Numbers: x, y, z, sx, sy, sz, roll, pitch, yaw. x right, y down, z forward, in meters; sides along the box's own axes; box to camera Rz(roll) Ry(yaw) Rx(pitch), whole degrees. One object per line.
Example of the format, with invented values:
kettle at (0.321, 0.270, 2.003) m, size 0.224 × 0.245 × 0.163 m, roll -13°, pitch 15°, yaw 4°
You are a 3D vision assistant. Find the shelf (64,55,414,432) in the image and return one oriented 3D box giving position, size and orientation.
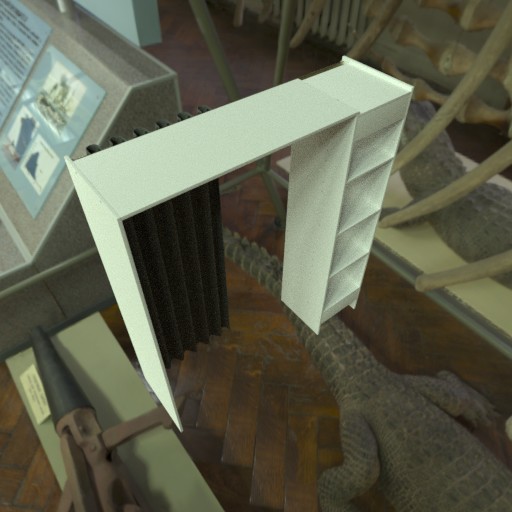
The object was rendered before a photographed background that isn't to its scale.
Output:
shelf at (0.000, 0.000, 2.644) m, size 1.600 × 1.810 × 0.500 m, roll -29°, pitch 53°, yaw -25°
